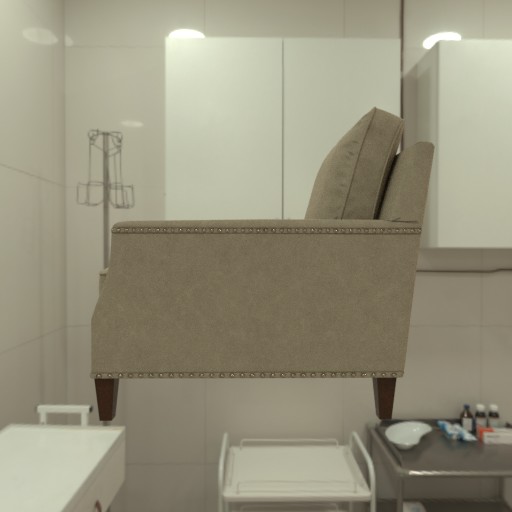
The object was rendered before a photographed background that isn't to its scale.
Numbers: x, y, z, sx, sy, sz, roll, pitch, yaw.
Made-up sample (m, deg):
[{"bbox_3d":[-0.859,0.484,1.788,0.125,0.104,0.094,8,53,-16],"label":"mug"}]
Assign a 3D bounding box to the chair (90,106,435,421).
[{"bbox_3d":[0.000,0.000,1.679,1.014,0.943,0.853,0,1,-1],"label":"chair"}]
